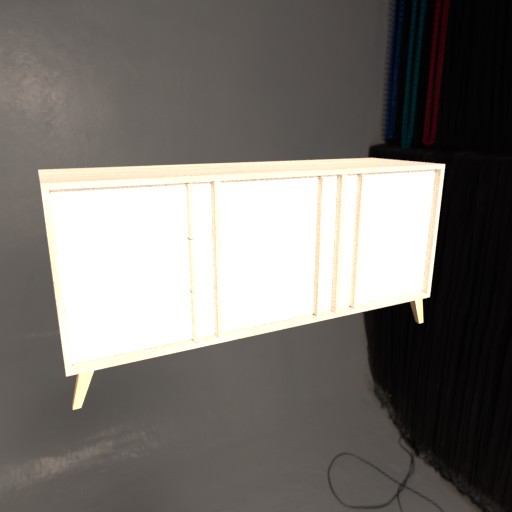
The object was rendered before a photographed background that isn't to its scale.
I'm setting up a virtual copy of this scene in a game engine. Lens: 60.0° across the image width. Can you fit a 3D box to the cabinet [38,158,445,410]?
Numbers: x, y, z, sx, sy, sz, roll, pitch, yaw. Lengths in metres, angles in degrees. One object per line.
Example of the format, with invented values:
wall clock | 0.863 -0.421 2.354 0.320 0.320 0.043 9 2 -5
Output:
cabinet | 0.000 0.000 1.969 1.649 0.780 0.500 -8 18 -25
